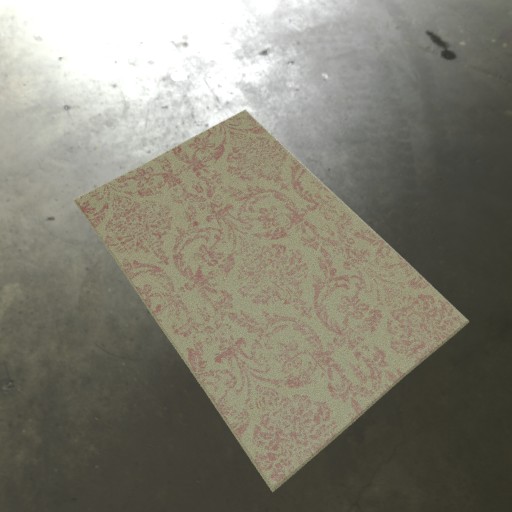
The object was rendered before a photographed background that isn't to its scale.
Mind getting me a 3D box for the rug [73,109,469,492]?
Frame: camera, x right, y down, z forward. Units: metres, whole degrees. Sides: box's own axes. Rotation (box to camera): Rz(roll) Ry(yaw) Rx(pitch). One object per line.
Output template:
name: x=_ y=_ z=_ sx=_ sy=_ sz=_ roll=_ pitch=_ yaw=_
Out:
rug: x=0.000 y=0.000 z=2.337 sx=1.219 sy=0.012 sz=1.839 roll=-33 pitch=65 yaw=-17
